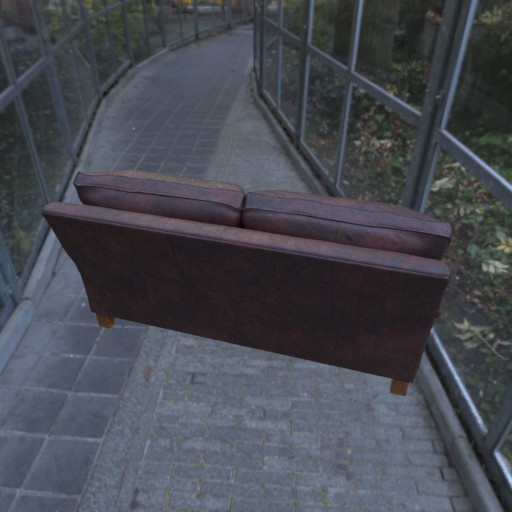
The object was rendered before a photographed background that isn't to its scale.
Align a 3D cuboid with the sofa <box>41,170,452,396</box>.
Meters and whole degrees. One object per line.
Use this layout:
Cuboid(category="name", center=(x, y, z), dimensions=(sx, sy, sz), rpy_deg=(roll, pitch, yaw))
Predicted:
Cuboid(category="sofa", center=(0.000, 0.000, 2.769), dimensions=(2.144, 1.071, 1.147), rpy_deg=(10, 35, 14))
